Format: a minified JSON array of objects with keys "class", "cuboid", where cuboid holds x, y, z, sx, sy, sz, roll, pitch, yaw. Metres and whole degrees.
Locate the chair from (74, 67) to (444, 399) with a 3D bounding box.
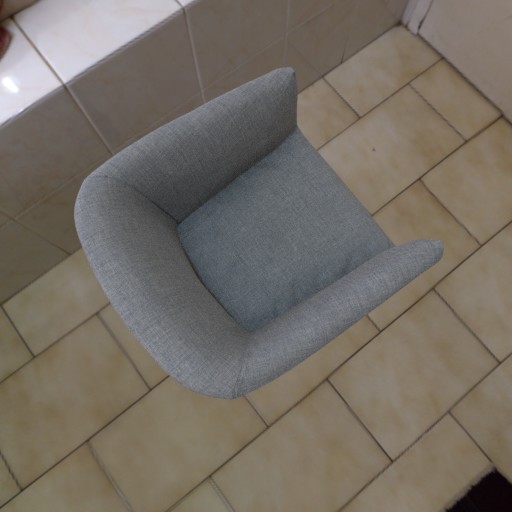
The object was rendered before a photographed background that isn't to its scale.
[{"class":"chair","cuboid":[0.000,0.000,1.249,0.668,0.771,0.600,-35,78,-8]}]
